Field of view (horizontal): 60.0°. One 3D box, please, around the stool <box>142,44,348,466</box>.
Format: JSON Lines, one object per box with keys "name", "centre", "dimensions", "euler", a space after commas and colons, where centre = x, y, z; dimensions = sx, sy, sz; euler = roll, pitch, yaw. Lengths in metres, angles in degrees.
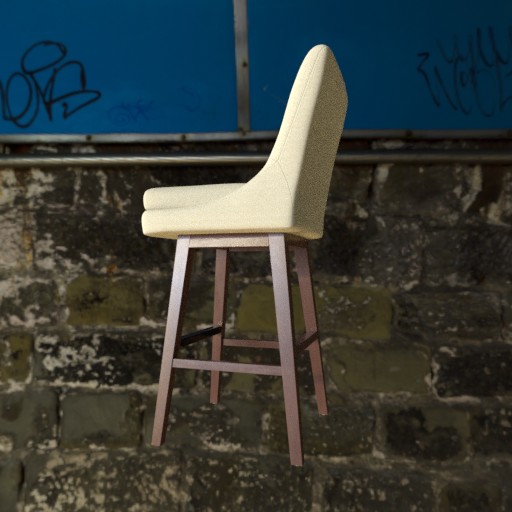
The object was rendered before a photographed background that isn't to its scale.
{"name": "stool", "centre": [0.000, 0.000, 1.412], "dimensions": [0.559, 1.093, 0.483], "euler": [0, -1, 18]}
